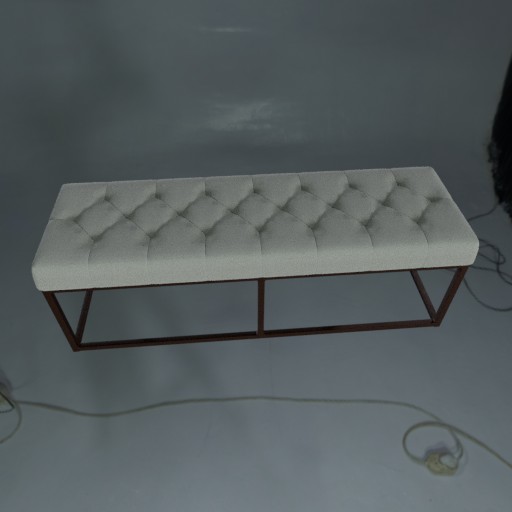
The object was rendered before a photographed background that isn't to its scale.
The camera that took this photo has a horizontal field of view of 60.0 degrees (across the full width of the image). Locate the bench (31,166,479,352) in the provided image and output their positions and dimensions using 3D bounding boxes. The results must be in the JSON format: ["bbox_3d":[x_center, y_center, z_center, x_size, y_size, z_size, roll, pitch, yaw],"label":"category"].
[{"bbox_3d":[0.000,0.000,1.748,1.488,0.488,0.479,-3,45,-3],"label":"bench"}]
